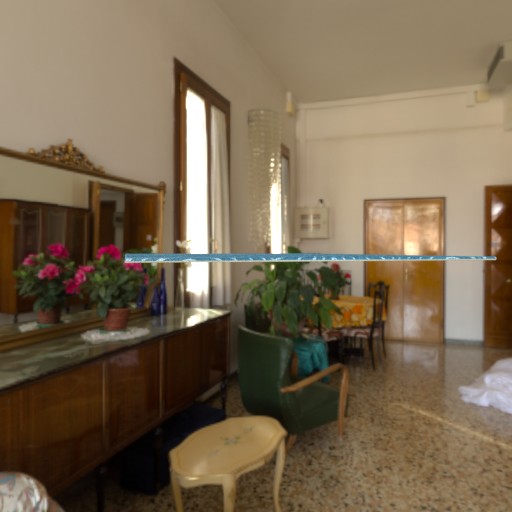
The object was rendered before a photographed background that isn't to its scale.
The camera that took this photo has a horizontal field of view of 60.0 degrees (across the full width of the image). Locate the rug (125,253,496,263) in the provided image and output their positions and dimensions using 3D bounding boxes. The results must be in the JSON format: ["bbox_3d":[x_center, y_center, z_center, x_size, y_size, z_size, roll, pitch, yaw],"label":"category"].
[{"bbox_3d":[0.000,0.000,2.729,1.543,0.015,2.144,0,1,-16],"label":"rug"}]
